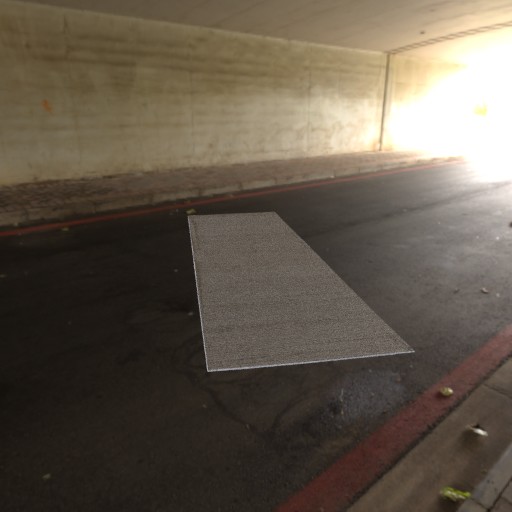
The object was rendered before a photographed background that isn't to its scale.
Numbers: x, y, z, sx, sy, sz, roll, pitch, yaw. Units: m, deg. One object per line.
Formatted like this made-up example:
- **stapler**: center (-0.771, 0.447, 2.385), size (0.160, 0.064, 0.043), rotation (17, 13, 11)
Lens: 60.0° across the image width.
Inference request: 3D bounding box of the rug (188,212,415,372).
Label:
- **rug**: center (0.000, 0.000, 2.637), size (0.741, 0.014, 2.390), rotation (-3, 18, -9)
